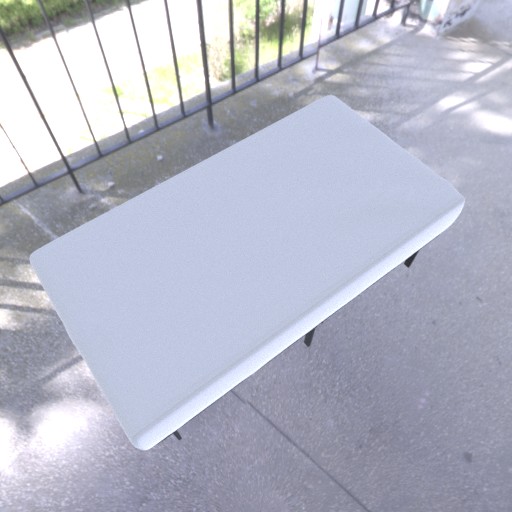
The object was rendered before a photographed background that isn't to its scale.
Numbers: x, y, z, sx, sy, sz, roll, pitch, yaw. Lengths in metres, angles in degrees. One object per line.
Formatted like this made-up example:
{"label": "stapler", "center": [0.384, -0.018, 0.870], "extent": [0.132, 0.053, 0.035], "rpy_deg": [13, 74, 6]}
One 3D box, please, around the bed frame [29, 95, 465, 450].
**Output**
{"label": "bed frame", "center": [0.000, 0.000, 2.337], "extent": [1.908, 0.640, 1.025], "rpy_deg": [-33, 64, -18]}
